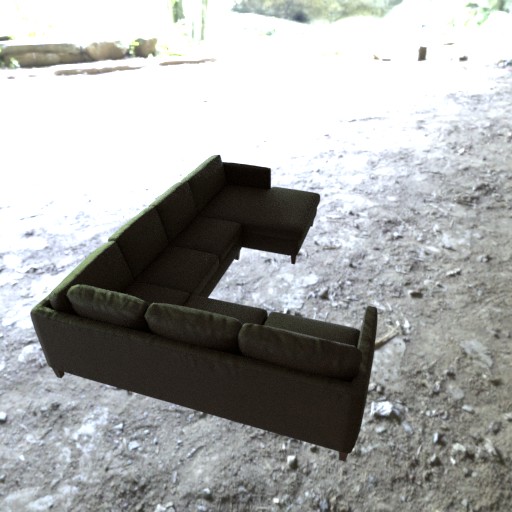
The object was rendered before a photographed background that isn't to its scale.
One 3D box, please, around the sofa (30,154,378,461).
[{"bbox_3d":[0.000,0.000,4.568,2.593,0.923,3.460,10,34,15],"label":"sofa"}]
